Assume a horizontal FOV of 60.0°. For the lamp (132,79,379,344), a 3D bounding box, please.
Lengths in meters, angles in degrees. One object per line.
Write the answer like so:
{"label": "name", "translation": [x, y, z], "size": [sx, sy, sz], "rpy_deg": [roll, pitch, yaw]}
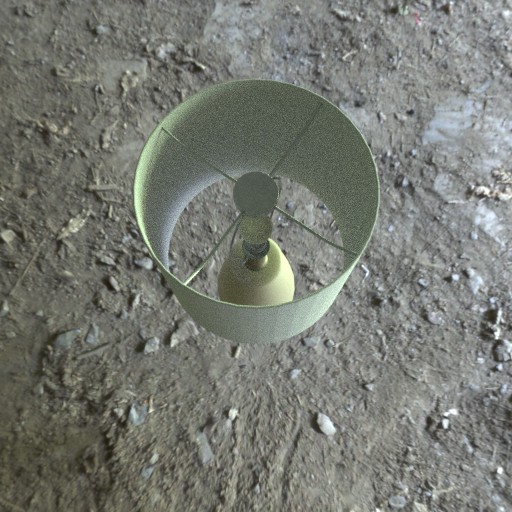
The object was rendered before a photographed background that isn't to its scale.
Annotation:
{"label": "lamp", "translation": [0.000, 0.000, 0.472], "size": [0.186, 0.369, 0.186], "rpy_deg": [0, 75, 0]}
